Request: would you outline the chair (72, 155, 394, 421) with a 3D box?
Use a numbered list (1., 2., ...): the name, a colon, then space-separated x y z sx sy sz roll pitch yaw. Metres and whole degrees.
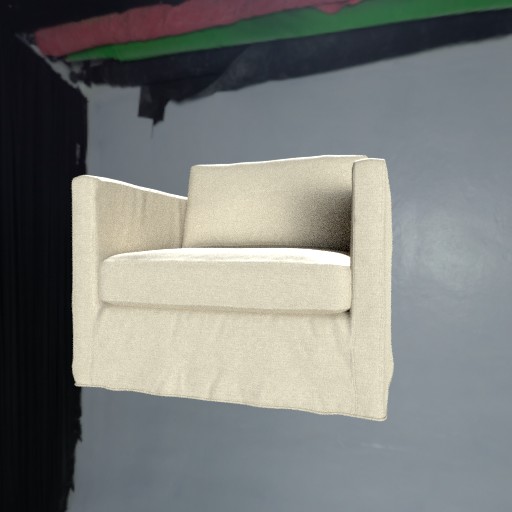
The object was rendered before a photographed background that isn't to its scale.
1. chair: 0.000 0.000 1.775 1.057 0.867 0.949 0 1 18
